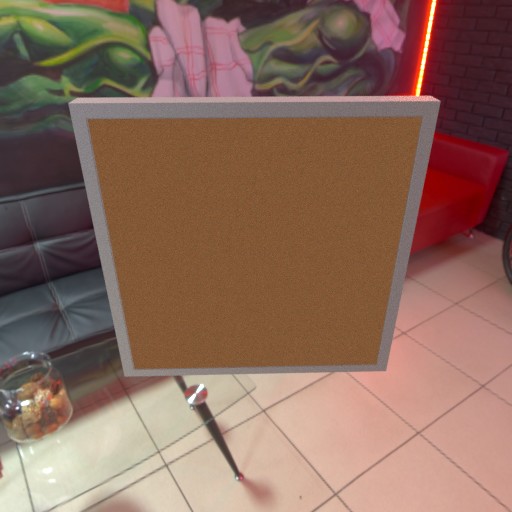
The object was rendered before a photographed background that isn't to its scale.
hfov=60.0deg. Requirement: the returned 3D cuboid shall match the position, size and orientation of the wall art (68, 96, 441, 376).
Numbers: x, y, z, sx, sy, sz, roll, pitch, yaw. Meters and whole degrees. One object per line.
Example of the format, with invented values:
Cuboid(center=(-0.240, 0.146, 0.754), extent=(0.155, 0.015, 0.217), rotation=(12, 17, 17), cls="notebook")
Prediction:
Cuboid(center=(0.000, 0.000, 0.746), extent=(0.506, 0.506, 0.038), rotation=(-1, 30, -1), cls="wall art")
